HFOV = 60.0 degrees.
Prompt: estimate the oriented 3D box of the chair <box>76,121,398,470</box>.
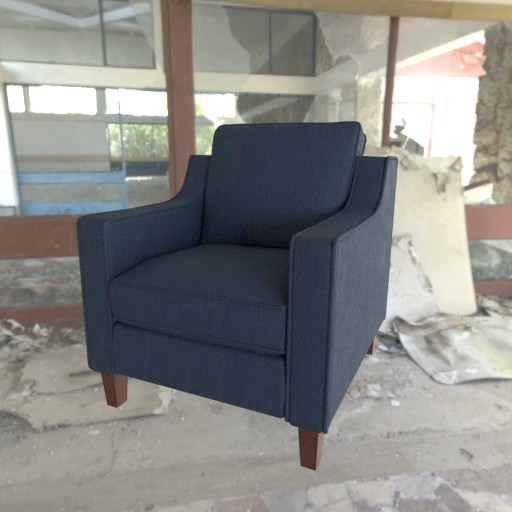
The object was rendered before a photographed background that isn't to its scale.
[{"bbox_3d":[0.000,0.000,1.619,0.831,0.960,0.909,6,15,25],"label":"chair"}]
